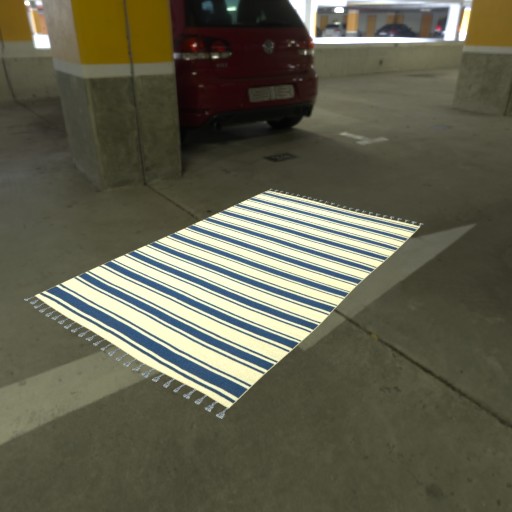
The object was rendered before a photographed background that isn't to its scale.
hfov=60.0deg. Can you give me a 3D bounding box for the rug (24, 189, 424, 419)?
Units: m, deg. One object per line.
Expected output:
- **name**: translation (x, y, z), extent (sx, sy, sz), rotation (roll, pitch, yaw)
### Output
- **rug**: translation (0.000, 0.000, 2.550), extent (1.248, 0.009, 2.108), rotation (19, 32, 32)
